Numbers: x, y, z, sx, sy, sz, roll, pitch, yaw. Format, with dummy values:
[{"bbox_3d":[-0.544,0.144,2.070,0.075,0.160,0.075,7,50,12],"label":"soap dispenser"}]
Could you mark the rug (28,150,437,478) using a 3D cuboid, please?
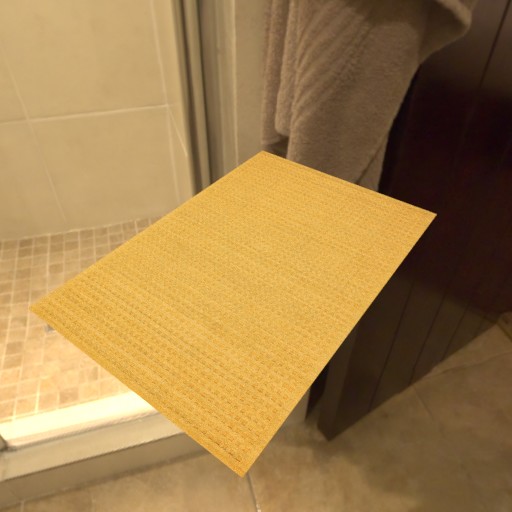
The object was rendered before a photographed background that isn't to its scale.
[{"bbox_3d":[0.000,0.000,3.649,1.981,0.006,2.895,27,48,26],"label":"rug"}]
